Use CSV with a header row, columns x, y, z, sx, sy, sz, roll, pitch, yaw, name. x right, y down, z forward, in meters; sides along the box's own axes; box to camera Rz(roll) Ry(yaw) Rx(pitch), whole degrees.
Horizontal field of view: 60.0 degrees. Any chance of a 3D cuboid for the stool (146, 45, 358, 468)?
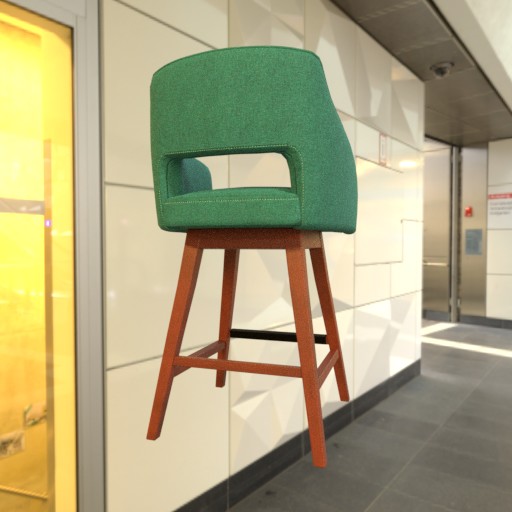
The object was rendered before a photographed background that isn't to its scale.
x,y,z,sx,sy,sz,roll,pitch,yaw,name
0.000,0.000,1.274,0.548,0.961,0.556,1,2,19,stool
